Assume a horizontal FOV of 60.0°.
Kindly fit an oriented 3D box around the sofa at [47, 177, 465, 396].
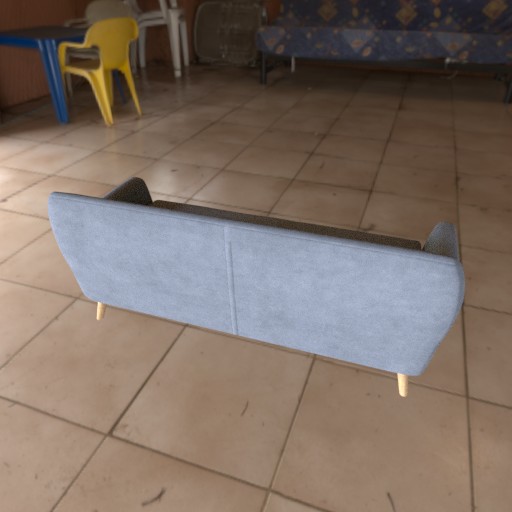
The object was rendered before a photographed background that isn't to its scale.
[{"bbox_3d":[0.000,0.000,2.376,1.970,0.830,0.830,10,34,16],"label":"sofa"}]
